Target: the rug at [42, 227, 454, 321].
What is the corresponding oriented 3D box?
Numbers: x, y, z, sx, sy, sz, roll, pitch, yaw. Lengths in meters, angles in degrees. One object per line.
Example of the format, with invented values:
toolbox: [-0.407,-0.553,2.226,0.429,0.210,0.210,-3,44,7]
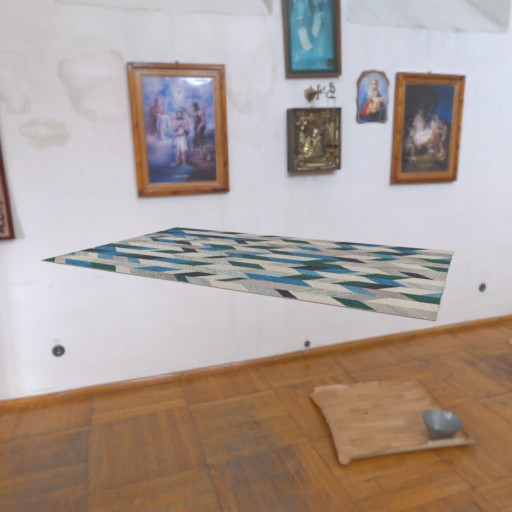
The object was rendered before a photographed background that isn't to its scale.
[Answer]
rug: [0.000,0.000,3.046,2.433,0.007,1.507,6,14,26]
